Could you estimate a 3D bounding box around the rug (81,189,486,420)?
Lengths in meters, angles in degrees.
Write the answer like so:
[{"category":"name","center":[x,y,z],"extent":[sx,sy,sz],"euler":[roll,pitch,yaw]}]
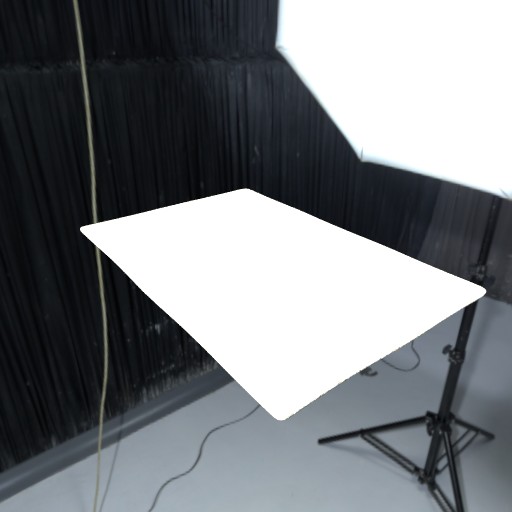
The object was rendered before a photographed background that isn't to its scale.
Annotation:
[{"category":"rug","center":[0.000,0.000,3.379],"extent":[1.798,0.025,2.698],"euler":[-19,32,-33]}]
